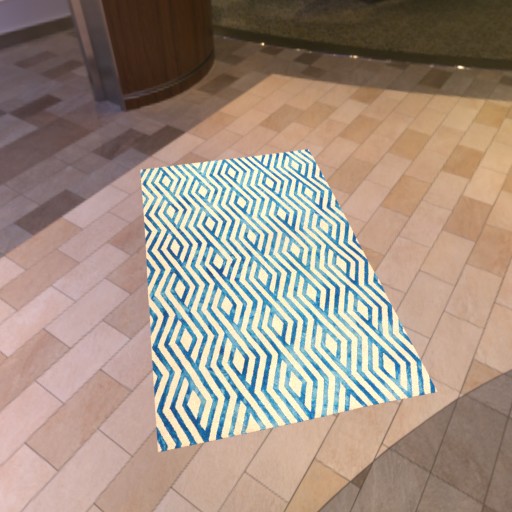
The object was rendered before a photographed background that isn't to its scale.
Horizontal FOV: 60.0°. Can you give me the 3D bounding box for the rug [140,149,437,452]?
[{"bbox_3d":[0.000,0.000,3.148,1.531,0.008,2.439,-9,47,-8],"label":"rug"}]
